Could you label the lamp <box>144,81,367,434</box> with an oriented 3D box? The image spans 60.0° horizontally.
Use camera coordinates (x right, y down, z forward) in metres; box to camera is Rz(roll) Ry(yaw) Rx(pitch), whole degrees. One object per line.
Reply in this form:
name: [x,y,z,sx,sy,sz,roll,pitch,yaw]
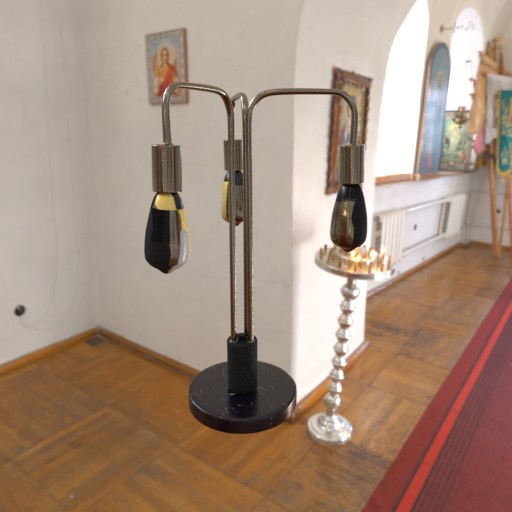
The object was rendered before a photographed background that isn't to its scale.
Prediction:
lamp: [0.000,0.000,0.796,0.355,0.560,0.368,-2,16,-8]
